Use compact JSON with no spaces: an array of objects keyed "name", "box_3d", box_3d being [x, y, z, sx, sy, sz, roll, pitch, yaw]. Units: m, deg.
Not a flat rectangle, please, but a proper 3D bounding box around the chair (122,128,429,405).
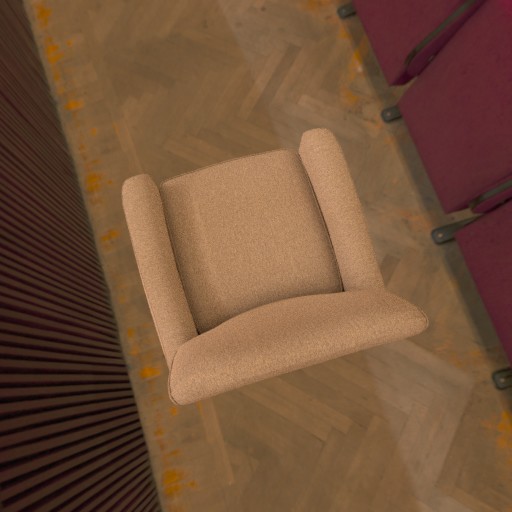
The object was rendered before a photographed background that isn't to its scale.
[{"name":"chair","box_3d":[0.000,0.000,1.646,0.848,1.014,0.864,-16,75,-4]}]
